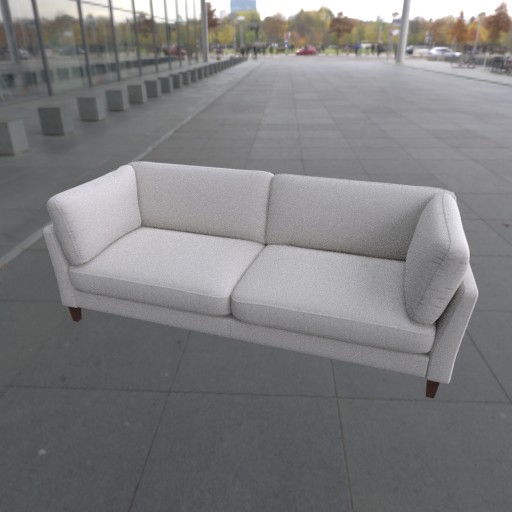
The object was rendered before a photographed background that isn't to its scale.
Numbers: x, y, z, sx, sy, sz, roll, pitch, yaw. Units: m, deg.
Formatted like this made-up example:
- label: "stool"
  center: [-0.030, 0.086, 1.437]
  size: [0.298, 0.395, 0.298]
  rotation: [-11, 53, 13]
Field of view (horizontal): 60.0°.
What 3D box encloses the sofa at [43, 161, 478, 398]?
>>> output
- label: "sofa"
  center: [0.000, 0.000, 2.678]
  size: [2.301, 0.863, 0.957]
  rotation: [8, 27, 17]
